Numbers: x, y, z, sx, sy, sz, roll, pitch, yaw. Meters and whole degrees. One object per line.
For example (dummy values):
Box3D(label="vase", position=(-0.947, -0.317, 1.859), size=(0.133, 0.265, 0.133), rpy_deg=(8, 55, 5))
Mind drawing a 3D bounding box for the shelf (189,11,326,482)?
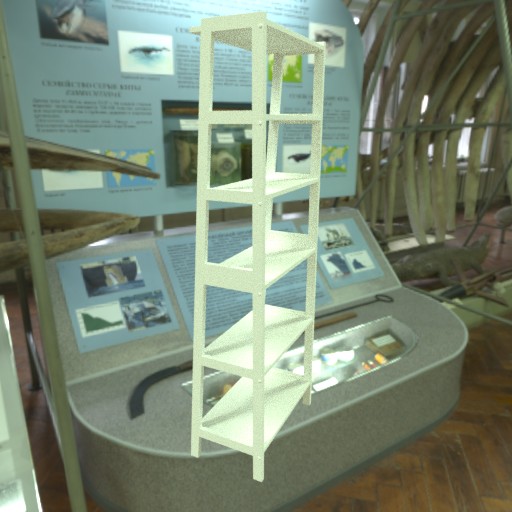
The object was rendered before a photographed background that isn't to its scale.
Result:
Box3D(label="shelf", position=(0.000, 0.000, 2.076), size=(0.381, 1.892, 0.660), rpy_deg=(8, 19, 25))
